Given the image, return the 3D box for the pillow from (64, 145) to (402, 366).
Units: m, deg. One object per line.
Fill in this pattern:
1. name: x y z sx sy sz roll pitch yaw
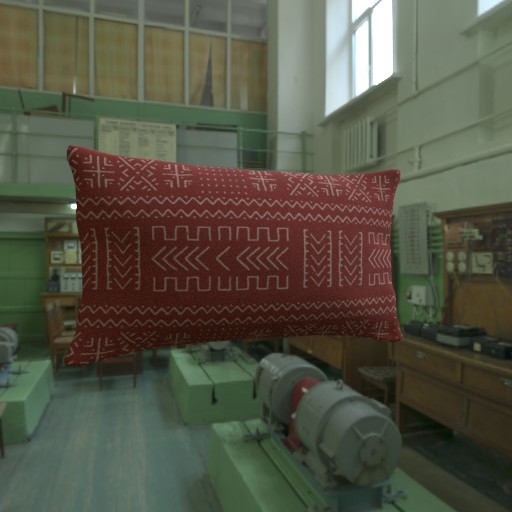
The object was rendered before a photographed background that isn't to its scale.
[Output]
1. pillow: 0.000 0.000 0.800 0.640 0.352 0.130 0 0 -19
